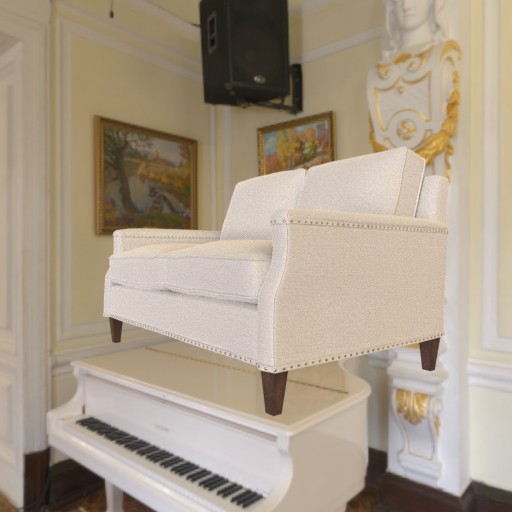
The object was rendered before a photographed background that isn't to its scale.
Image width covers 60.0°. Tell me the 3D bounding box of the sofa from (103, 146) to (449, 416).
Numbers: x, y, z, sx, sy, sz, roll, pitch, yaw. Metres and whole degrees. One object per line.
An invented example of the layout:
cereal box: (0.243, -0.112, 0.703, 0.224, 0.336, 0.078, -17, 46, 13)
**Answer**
sofa: (0.000, 0.000, 2.286, 1.084, 1.003, 1.597, 0, 0, -37)
